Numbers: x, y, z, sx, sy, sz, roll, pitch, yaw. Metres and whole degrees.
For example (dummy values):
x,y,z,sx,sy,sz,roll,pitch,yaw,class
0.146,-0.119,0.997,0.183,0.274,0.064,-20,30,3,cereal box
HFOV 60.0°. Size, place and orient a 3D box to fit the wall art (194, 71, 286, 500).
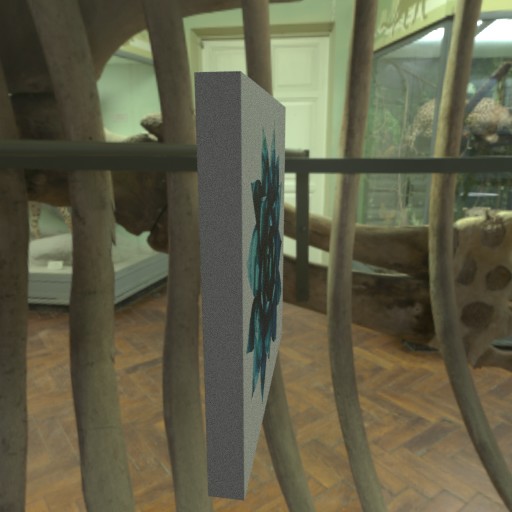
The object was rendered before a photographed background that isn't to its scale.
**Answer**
x,y,z,sx,sy,sz,roll,pitch,yaw,class
0.000,0.000,0.595,0.038,0.406,0.406,2,15,8,wall art
